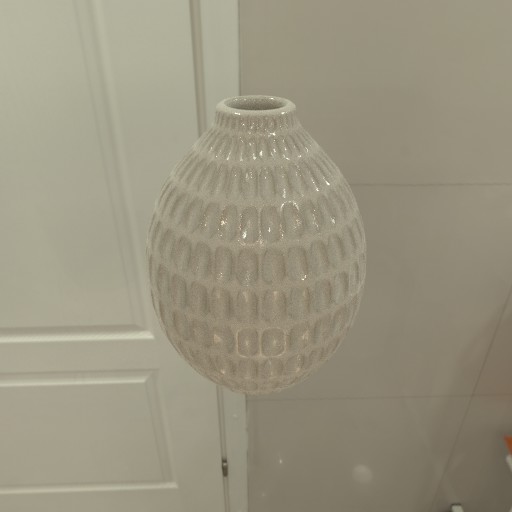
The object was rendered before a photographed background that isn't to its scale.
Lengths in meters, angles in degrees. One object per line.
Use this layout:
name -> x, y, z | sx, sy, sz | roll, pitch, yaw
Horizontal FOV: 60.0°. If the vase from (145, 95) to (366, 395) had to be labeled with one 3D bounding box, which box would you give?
vase -> 0.000, 0.000, 0.333 | 0.162, 0.223, 0.162 | 0, 31, 0
